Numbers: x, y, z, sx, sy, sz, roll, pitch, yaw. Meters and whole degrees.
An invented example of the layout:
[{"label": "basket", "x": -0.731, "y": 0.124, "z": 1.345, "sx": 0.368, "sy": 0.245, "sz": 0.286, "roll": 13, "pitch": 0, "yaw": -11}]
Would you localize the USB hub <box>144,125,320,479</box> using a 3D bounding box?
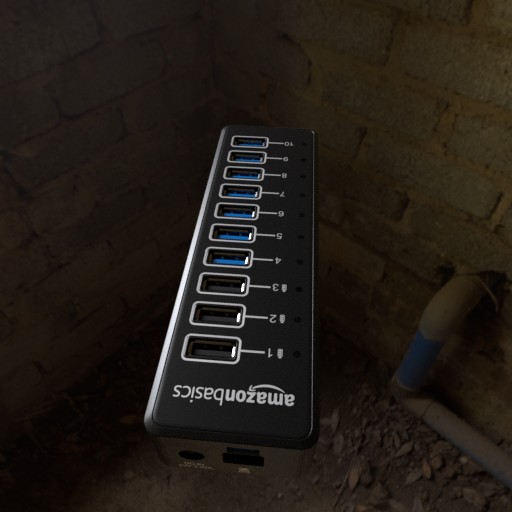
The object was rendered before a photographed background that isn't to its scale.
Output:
[{"label": "USB hub", "x": 0.000, "y": 0.000, "z": 0.165, "sx": 0.044, "sy": 0.023, "sz": 0.145, "roll": 4, "pitch": 47, "yaw": 4}]
